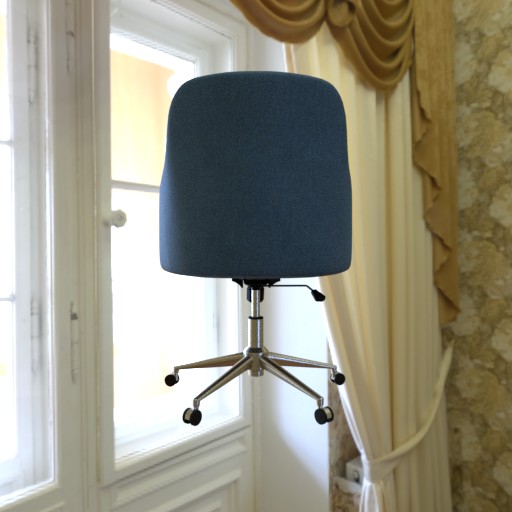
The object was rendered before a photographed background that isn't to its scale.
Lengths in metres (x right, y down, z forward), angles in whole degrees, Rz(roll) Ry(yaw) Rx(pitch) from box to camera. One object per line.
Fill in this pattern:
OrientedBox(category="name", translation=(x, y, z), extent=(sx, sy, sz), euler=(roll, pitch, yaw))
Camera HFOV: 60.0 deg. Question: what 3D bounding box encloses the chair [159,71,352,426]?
OrientedBox(category="chair", translation=(0.000, 0.000, 1.286), extent=(0.599, 0.820, 0.655), euler=(0, 1, -1))
